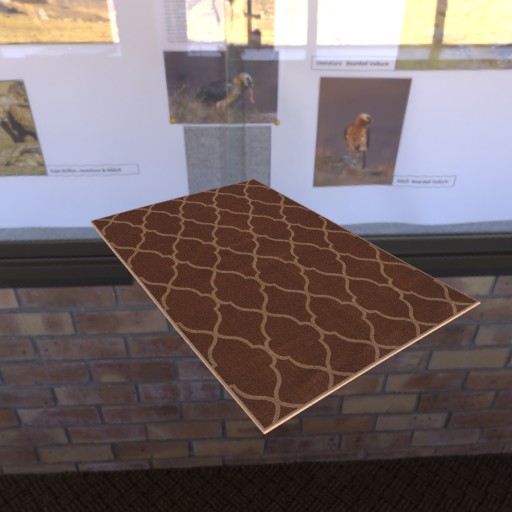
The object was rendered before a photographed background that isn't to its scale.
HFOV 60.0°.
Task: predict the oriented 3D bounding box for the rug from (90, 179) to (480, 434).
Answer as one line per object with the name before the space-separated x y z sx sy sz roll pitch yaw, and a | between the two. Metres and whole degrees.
rug | 0.000 0.000 2.952 1.526 0.014 2.290 -20 37 -29
